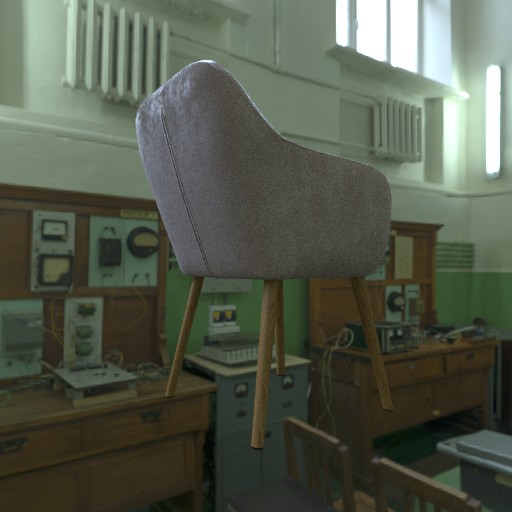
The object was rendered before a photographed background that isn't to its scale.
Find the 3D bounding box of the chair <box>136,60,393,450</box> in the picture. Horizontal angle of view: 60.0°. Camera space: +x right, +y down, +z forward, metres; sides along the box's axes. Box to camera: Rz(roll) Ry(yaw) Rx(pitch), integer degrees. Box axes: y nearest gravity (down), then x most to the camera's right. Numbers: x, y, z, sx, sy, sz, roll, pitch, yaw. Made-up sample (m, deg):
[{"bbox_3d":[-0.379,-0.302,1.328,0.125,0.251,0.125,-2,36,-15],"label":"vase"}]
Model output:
[{"bbox_3d":[0.000,0.000,1.231,0.570,0.832,0.610,1,-1,-35],"label":"chair"}]
